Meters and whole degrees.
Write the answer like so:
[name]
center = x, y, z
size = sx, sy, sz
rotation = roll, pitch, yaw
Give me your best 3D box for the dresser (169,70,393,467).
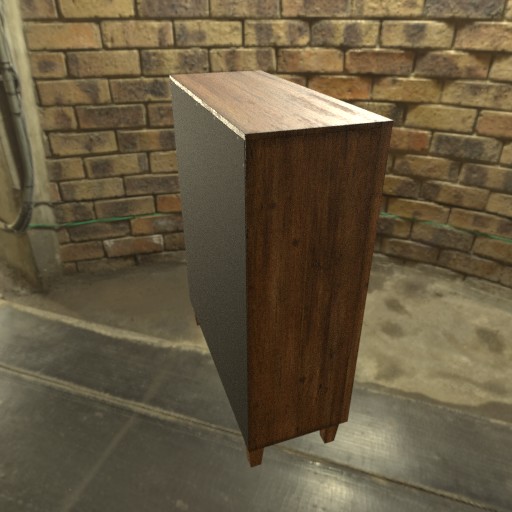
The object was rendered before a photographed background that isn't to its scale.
[dresser]
center = 0.000, 0.000, 1.932
size = 0.438, 1.359, 1.067
rotation = -10, 31, -17
